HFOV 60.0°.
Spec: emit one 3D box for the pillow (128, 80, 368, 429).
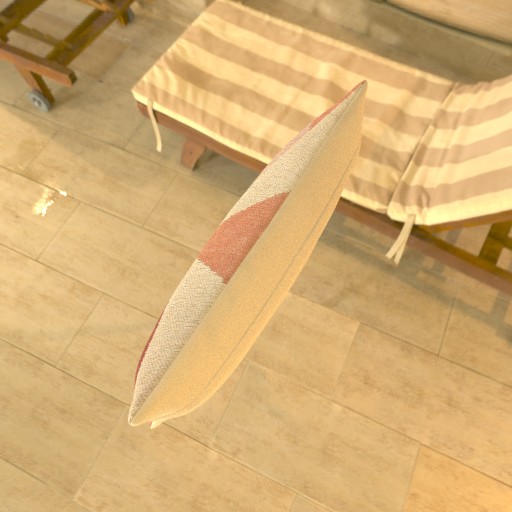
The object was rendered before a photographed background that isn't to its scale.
[{"bbox_3d":[0.000,0.000,0.723,0.155,0.292,0.609,28,67,13],"label":"pillow"}]
